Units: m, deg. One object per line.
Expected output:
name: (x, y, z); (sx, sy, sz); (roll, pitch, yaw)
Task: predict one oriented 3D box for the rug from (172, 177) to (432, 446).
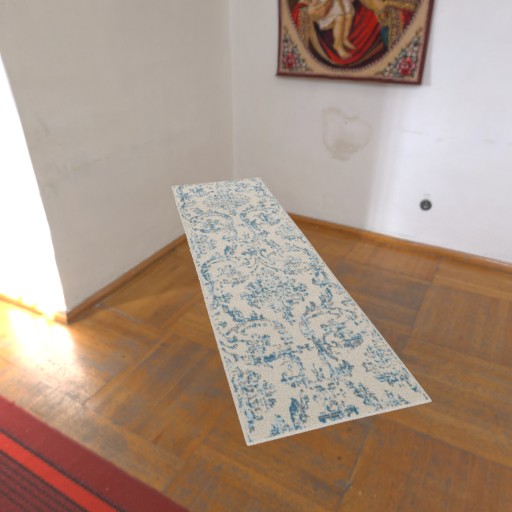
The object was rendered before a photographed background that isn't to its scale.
rug: (0.000, 0.000, 2.365); (0.662, 0.011, 2.196); (-8, 32, -13)
